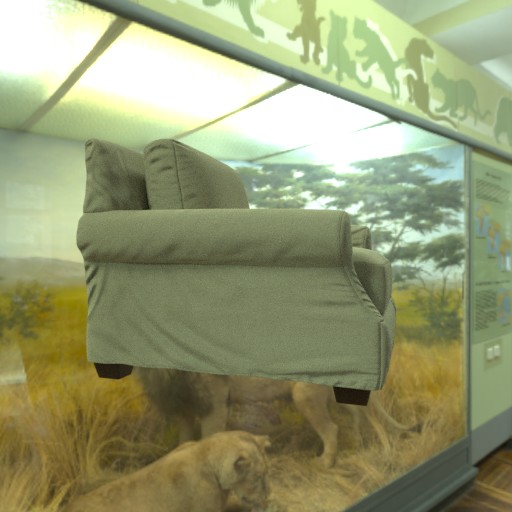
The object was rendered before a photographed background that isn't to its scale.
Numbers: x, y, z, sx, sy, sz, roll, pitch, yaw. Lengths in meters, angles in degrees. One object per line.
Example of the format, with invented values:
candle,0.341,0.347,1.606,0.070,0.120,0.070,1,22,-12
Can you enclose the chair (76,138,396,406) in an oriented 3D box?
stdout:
chair,0.000,0.000,1.779,1.066,0.866,0.940,0,0,19
